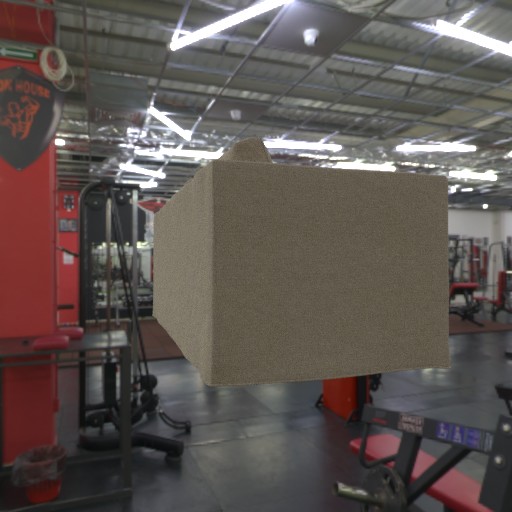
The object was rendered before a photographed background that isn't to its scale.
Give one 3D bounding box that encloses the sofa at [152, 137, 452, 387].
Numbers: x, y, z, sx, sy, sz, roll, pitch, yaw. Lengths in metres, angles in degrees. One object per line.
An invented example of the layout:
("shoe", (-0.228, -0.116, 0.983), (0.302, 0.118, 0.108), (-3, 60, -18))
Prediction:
("sofa", (0.000, 0.000, 2.448), (0.956, 0.847, 1.987), (0, 0, -18))
